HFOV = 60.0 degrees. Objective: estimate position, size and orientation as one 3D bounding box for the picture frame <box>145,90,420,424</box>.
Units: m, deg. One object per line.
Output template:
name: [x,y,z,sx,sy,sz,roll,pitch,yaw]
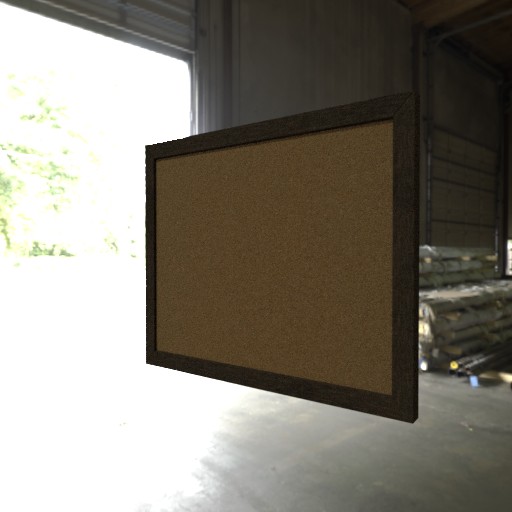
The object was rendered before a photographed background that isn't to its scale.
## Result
picture frame: [0.000,0.000,0.772,0.546,0.455,0.026,1,1,35]
